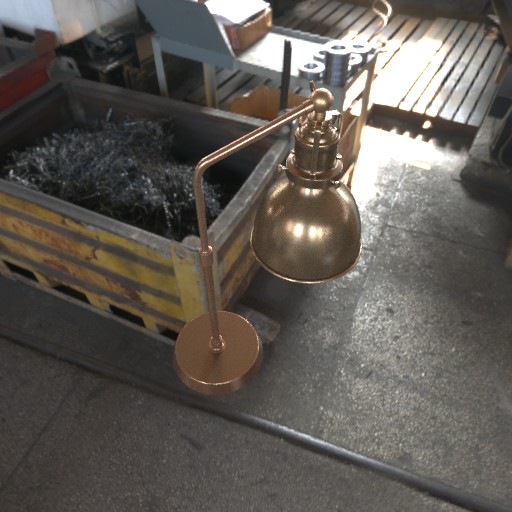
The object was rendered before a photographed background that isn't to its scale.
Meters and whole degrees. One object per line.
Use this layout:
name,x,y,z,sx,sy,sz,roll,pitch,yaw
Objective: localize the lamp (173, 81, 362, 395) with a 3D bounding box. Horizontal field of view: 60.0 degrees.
lamp,0.000,0.000,0.597,0.286,0.456,0.153,-10,48,-9
